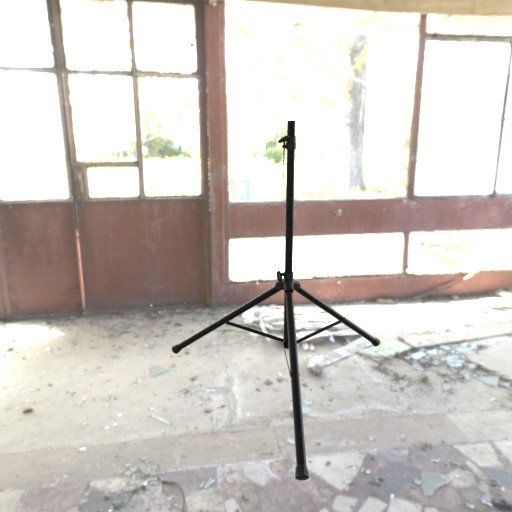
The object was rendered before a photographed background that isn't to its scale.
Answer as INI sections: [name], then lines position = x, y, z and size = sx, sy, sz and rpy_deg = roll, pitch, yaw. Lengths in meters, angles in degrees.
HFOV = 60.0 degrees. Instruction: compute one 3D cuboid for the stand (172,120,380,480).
[stand]
position = 0.000, 0.000, 2.746
size = 1.339, 1.595, 1.596
rpy_deg = 7, 16, 27
